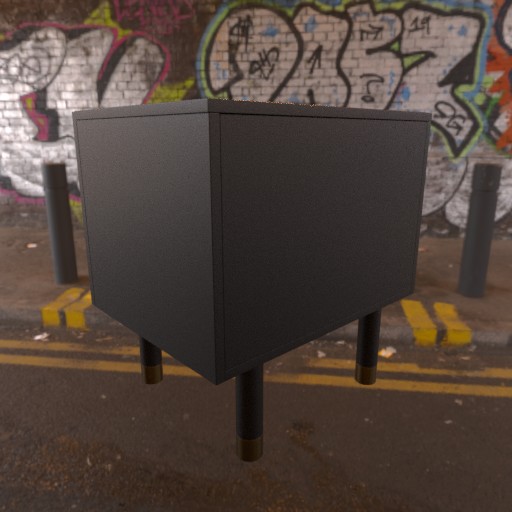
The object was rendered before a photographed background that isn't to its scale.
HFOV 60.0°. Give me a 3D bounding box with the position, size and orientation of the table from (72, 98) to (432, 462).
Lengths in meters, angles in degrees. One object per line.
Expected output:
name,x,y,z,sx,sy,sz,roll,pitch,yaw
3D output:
table,0.000,0.000,0.946,0.564,0.584,0.441,-14,21,-41
